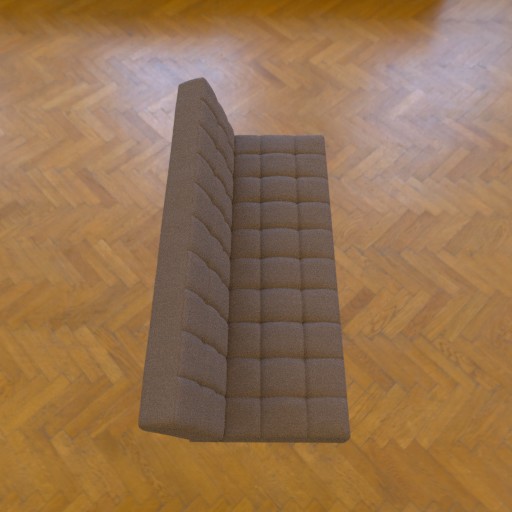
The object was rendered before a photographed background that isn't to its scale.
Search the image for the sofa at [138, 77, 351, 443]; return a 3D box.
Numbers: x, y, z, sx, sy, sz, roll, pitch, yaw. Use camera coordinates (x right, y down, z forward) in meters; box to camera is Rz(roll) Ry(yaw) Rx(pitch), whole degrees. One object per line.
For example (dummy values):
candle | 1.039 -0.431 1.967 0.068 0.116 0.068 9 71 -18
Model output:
sofa | 0.000 0.000 2.335 0.860 0.810 1.800 0 63 0
